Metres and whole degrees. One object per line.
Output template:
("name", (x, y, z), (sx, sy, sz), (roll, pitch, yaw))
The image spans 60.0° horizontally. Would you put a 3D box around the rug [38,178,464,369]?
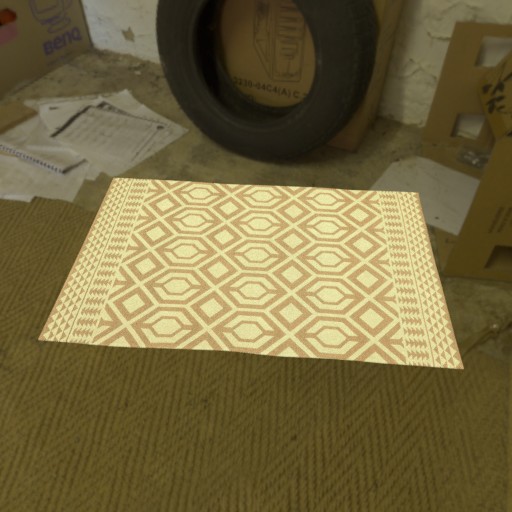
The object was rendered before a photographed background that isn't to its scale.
("rug", (0.000, 0.000, 3.028), (2.435, 0.011, 1.526), (3, 48, 3))
